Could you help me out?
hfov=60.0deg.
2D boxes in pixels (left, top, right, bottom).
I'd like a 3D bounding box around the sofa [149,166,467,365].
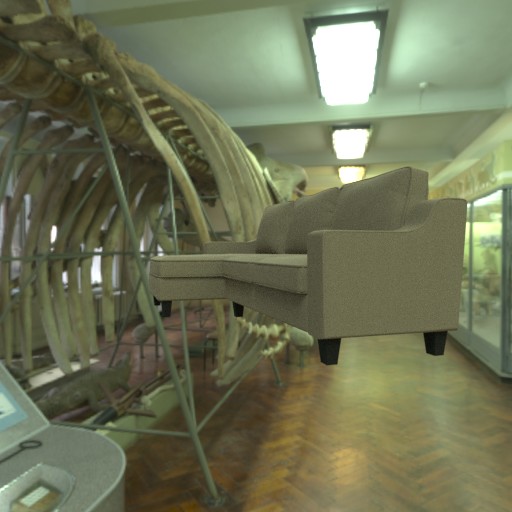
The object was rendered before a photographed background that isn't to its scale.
[{"bbox_3d":[0.000,0.000,3.115,1.294,0.928,2.561,0,1,-18],"label":"sofa"}]
